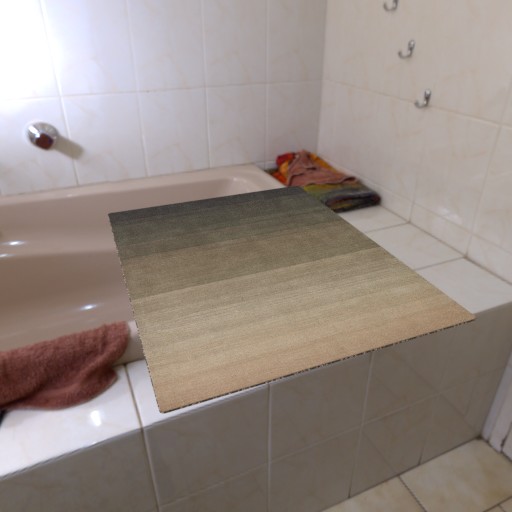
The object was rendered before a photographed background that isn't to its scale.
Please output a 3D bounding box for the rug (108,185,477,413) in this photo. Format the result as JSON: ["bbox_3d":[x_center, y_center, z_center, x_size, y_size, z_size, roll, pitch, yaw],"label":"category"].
[{"bbox_3d":[0.000,0.000,3.993,2.305,0.017,2.902,-11,32,-19],"label":"rug"}]
